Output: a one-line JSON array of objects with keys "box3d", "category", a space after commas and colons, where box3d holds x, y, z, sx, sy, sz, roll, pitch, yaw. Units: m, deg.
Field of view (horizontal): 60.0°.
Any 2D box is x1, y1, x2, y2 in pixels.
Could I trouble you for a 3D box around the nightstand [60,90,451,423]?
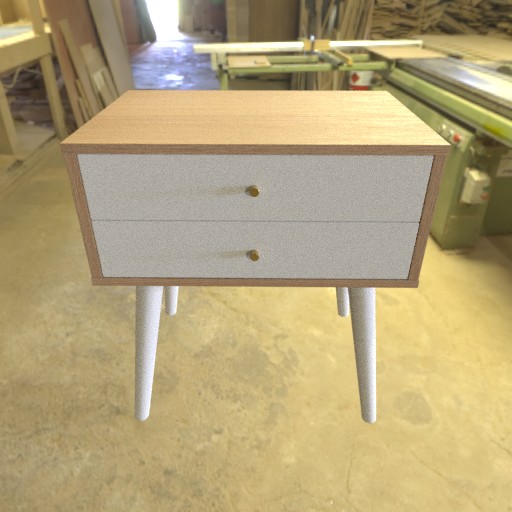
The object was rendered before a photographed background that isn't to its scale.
[{"box3d": [0.000, 0.000, 0.965, 0.571, 0.610, 0.407, 0, 31, 1], "category": "nightstand"}]
